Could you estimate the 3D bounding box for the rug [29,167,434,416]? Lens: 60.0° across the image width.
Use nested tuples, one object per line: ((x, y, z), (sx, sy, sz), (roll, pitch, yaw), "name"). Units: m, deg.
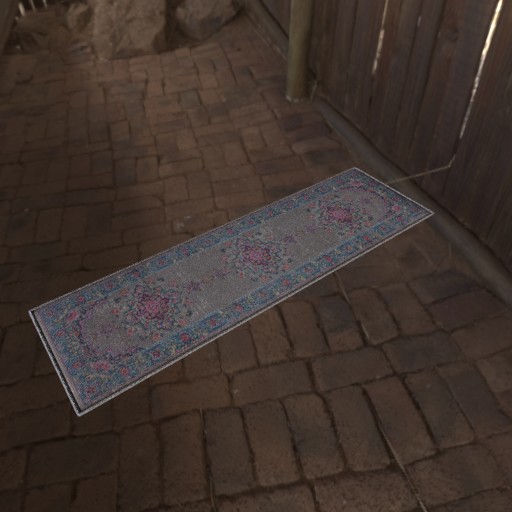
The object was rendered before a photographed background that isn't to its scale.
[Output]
((0.000, 0.000, 1.985), (1.827, 0.012, 0.553), (-26, 48, -26), "rug")
